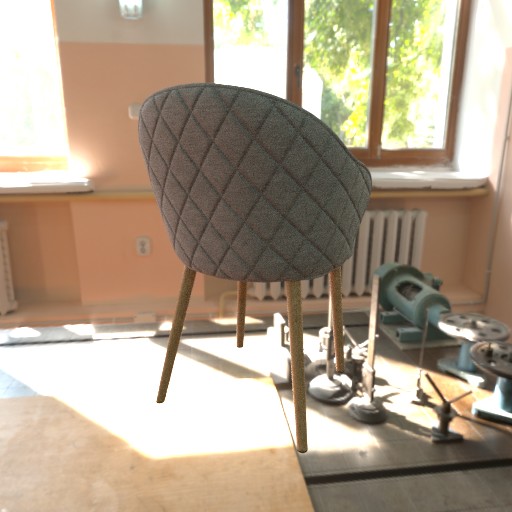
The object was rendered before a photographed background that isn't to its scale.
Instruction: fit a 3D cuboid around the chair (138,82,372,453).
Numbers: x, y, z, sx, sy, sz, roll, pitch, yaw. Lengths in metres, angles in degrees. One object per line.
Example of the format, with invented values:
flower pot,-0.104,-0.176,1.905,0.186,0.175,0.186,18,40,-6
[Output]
chair,0.000,0.000,1.163,0.540,0.800,0.530,8,17,27
